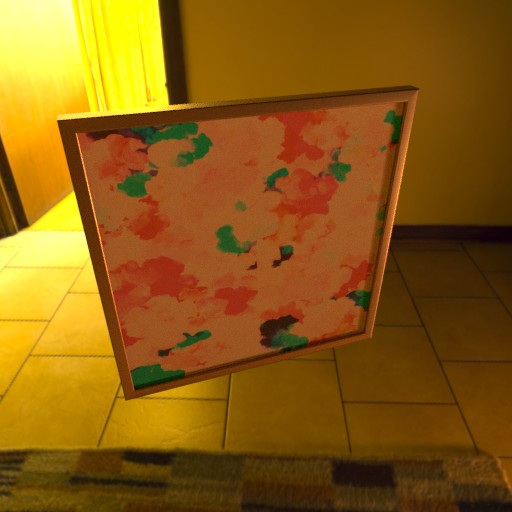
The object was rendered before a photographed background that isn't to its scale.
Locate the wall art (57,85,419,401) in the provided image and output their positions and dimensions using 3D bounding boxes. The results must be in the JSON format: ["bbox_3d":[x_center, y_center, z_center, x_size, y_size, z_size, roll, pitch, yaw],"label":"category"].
[{"bbox_3d":[0.000,0.000,1.121,0.767,0.765,0.036,-10,35,-16],"label":"wall art"}]
